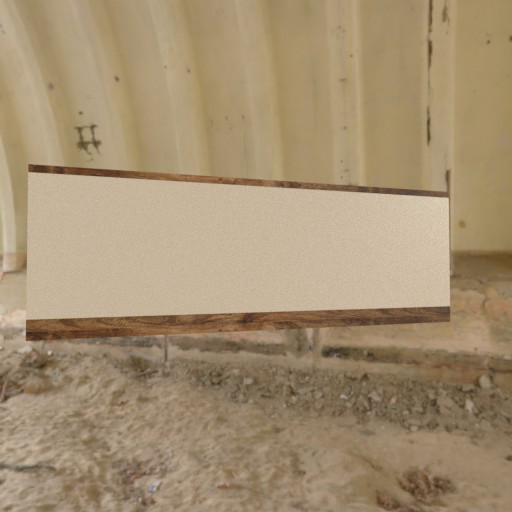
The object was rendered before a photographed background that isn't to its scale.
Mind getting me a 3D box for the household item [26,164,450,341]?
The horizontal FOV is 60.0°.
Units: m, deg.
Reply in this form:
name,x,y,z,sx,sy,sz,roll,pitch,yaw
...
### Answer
name,x,y,z,sx,sy,sz,roll,pitch,yaw
household item,0.000,0.000,2.004,1.800,0.615,0.390,1,-2,-18
